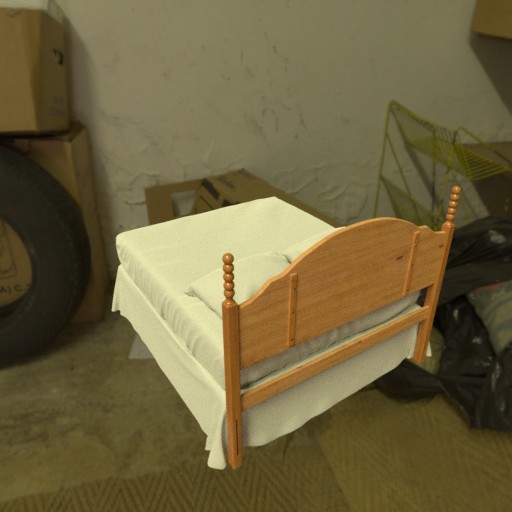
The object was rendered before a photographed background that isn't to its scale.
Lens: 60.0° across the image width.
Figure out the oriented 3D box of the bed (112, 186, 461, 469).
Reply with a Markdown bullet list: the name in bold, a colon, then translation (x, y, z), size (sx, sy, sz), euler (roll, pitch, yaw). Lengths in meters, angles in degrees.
- **bed**: translation (0.000, 0.000, 3.326), size (1.873, 1.356, 2.040), euler (-17, 32, -29)
